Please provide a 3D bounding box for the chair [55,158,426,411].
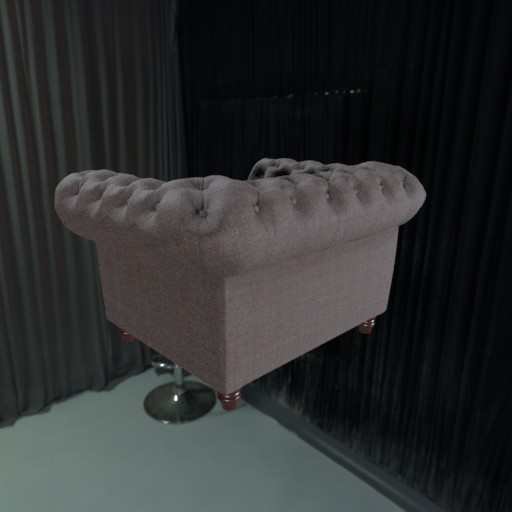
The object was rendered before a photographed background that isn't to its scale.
[{"bbox_3d":[0.000,0.000,1.887,1.298,0.780,0.945,-15,22,-42],"label":"chair"}]
